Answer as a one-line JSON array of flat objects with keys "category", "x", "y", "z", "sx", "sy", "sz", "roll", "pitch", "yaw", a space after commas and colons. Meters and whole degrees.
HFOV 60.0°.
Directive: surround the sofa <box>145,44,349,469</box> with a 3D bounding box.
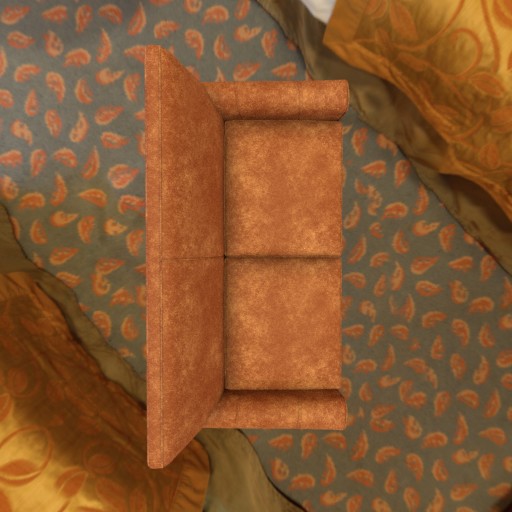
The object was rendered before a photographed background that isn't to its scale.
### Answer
[{"category": "sofa", "x": 0.000, "y": 0.000, "z": 1.975, "sx": 0.787, "sy": 0.871, "sz": 1.473, "roll": 0, "pitch": 92, "yaw": -1}]
